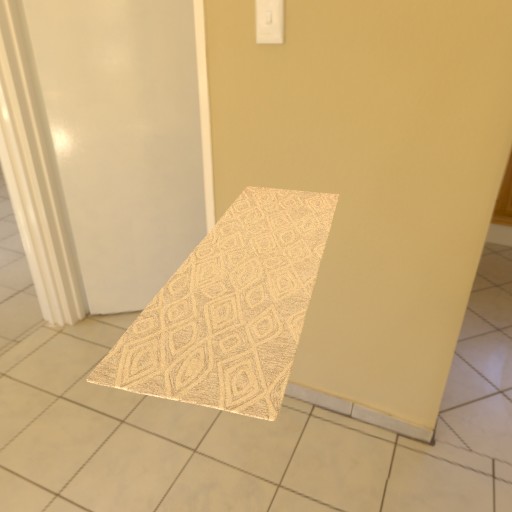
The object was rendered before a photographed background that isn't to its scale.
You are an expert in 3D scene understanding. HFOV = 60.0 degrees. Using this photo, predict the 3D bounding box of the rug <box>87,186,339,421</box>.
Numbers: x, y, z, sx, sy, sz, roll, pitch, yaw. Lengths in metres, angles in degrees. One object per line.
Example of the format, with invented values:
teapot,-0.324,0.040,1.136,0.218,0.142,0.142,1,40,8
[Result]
rug,0.000,0.000,2.752,0.807,0.013,2.436,7,29,13
